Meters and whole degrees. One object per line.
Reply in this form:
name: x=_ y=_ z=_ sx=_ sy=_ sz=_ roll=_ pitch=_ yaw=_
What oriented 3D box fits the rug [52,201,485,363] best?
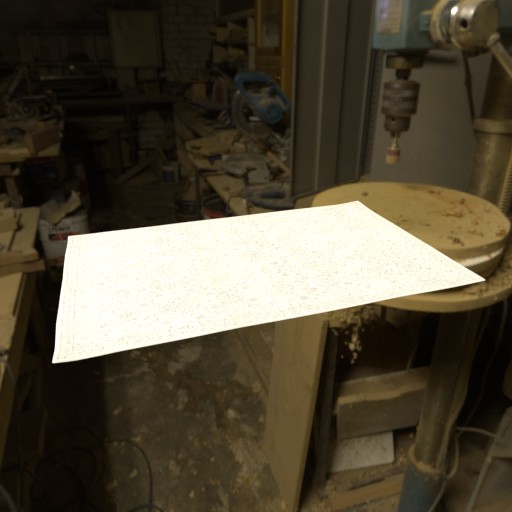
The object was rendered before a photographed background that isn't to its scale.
rug: x=0.000 y=0.000 z=2.972 sx=2.434 sy=0.023 sz=1.518 roll=-8 pitch=27 yaw=-16
